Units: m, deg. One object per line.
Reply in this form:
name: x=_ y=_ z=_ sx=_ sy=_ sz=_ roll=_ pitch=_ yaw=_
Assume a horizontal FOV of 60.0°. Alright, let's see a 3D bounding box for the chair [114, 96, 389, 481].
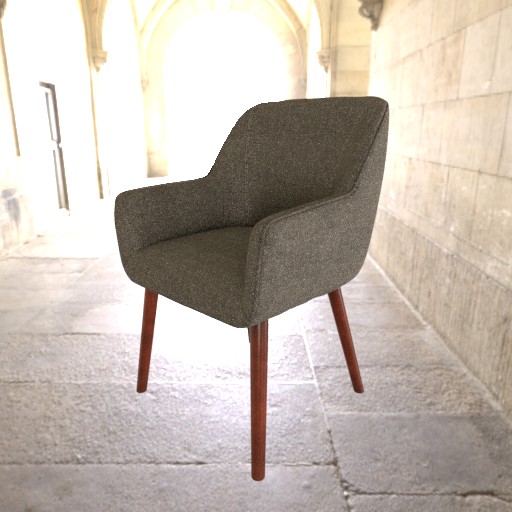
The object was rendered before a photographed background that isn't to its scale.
chair: x=0.000 y=0.000 z=1.165 sx=0.543 sy=0.803 sz=0.519 roll=15 pitch=22 yaw=42
